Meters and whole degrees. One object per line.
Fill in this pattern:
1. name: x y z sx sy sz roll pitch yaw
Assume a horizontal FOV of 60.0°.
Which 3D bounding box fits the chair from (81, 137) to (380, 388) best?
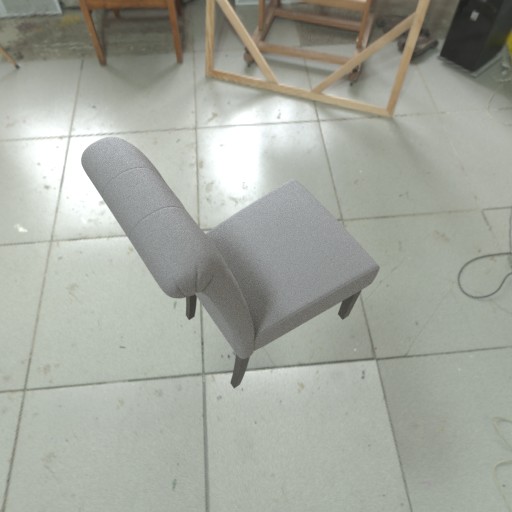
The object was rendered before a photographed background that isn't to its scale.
1. chair: 0.000 0.000 1.367 0.671 1.006 0.456 -31 64 -17
